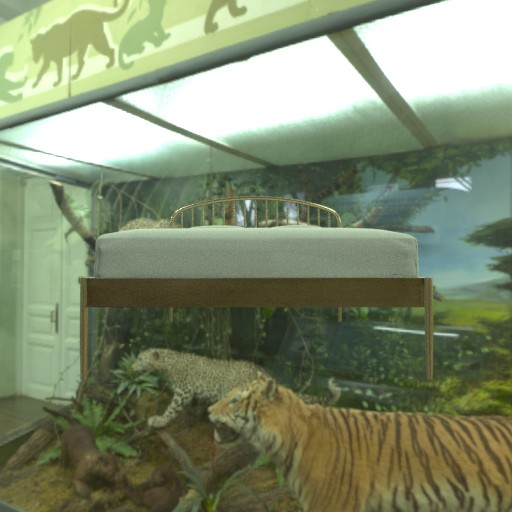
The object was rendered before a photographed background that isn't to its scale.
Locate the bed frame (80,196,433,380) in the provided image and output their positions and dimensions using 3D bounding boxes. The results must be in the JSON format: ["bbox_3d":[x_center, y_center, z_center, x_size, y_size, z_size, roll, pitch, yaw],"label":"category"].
[{"bbox_3d":[0.000,0.000,3.091,1.612,1.175,2.152,0,-1,0],"label":"bed frame"}]
